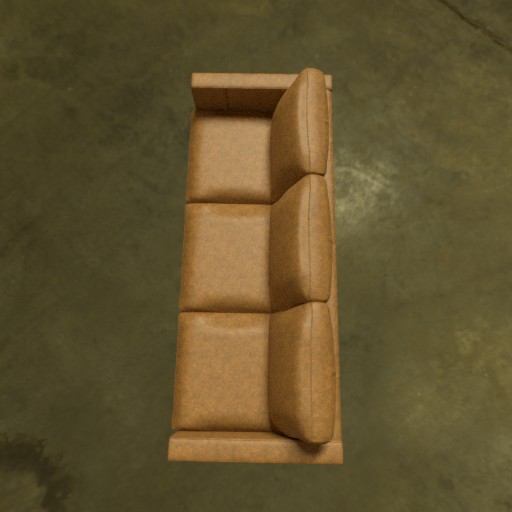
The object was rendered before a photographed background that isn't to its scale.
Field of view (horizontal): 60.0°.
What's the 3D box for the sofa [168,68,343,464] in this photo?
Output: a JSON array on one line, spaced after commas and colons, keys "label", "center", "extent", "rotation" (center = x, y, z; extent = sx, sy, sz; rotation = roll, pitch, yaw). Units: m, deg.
[{"label": "sofa", "center": [0.000, 0.000, 2.680], "extent": [0.903, 0.930, 2.231], "rotation": [1, 75, 0]}]
